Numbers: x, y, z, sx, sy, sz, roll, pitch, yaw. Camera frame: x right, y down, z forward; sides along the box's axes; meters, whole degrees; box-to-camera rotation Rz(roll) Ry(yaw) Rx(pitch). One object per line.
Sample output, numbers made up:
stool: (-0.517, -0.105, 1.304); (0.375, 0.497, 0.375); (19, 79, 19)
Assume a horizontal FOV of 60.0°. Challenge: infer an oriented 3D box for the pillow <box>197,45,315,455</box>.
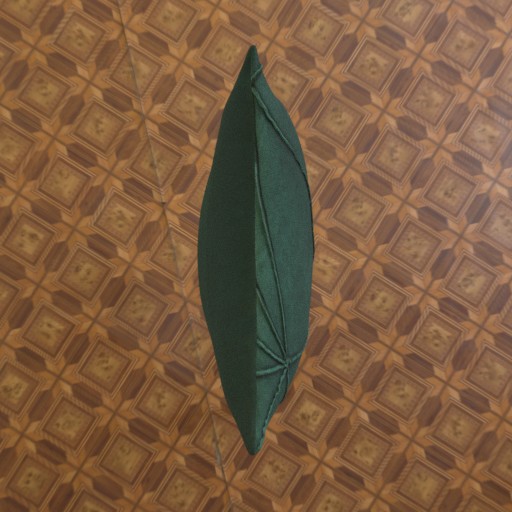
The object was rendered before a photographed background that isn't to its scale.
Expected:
pillow: (0.000, 0.000, 0.673); (0.184, 0.440, 0.439); (0, 89, 0)
